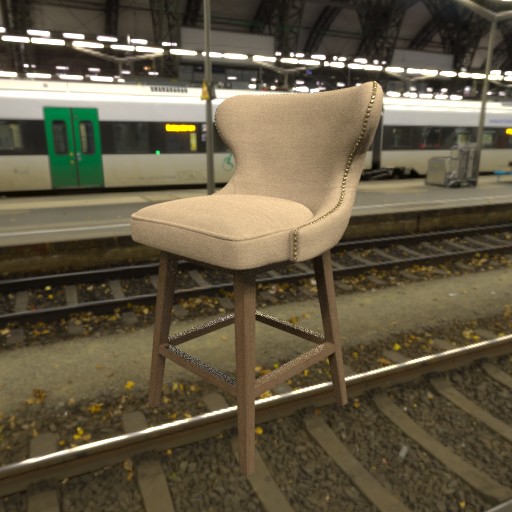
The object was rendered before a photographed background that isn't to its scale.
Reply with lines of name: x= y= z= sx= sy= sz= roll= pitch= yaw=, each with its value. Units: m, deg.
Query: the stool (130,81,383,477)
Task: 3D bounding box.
stool: x=0.000 y=0.000 z=1.326 sx=0.615 sy=0.972 sz=0.597 roll=14 pitch=20 yaw=43
